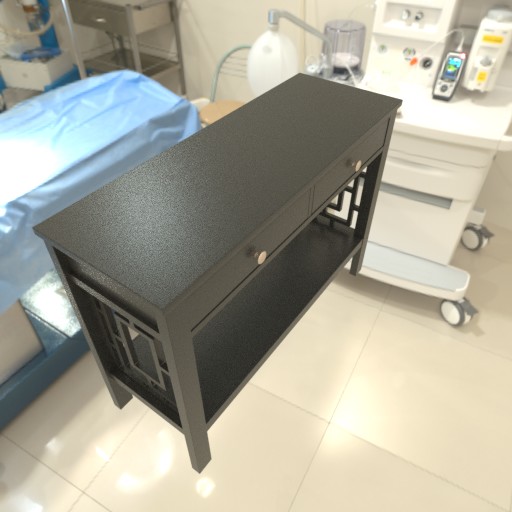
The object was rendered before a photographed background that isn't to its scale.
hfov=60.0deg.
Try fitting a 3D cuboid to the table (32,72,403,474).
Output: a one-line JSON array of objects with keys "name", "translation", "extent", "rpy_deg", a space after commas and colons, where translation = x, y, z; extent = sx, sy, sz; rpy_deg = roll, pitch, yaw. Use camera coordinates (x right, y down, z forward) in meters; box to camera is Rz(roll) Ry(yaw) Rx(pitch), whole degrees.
[{"name": "table", "translation": [0.000, 0.000, 1.424], "extent": [0.397, 0.753, 1.068], "rpy_deg": [26, 49, 25]}]
